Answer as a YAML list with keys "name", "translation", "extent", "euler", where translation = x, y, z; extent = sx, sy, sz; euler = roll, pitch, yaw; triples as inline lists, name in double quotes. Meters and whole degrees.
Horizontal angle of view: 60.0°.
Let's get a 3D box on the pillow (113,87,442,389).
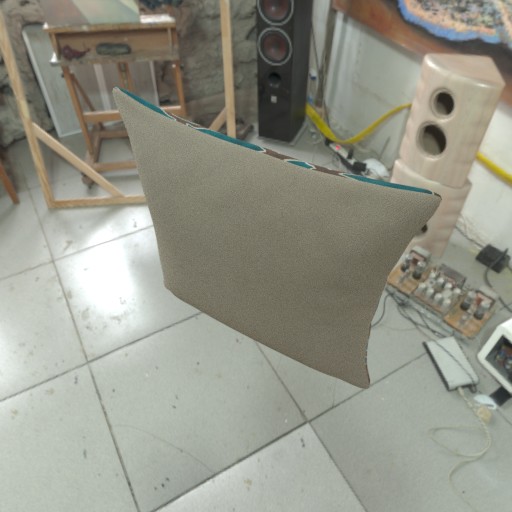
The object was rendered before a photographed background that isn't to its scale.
- name: "pillow"
  translation: [0.000, 0.000, 0.801]
  extent: [0.526, 0.507, 0.166]
  euler: [24, 52, 21]
